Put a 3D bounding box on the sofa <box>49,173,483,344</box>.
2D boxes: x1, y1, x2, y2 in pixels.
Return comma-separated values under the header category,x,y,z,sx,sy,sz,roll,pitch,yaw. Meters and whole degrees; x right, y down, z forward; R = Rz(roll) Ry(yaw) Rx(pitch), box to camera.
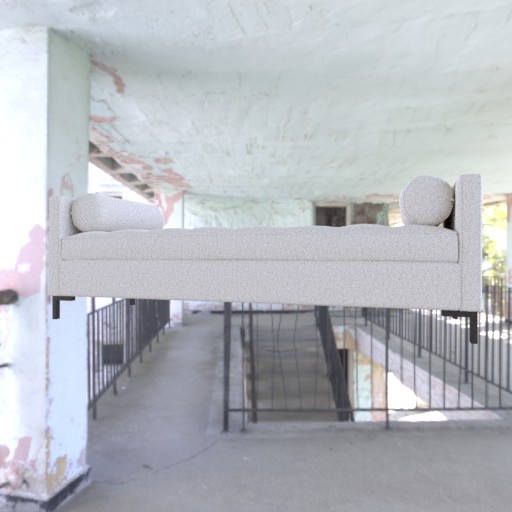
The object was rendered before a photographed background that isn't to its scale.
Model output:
category,x,y,z,sx,sy,sz,roll,pitch,yaw
sofa,0.000,0.000,2.260,1.985,0.641,0.746,0,0,19
